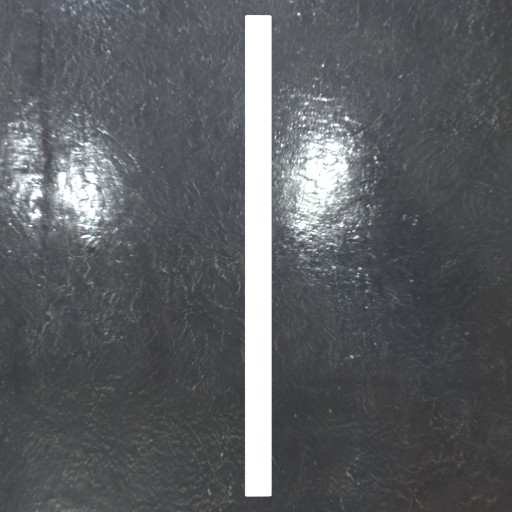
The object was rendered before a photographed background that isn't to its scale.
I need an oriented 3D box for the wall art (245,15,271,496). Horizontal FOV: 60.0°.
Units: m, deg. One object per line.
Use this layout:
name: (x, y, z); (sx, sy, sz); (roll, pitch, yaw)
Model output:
wall art: (0.000, 0.000, 1.147); (0.050, 0.610, 0.914); (0, 90, -1)
